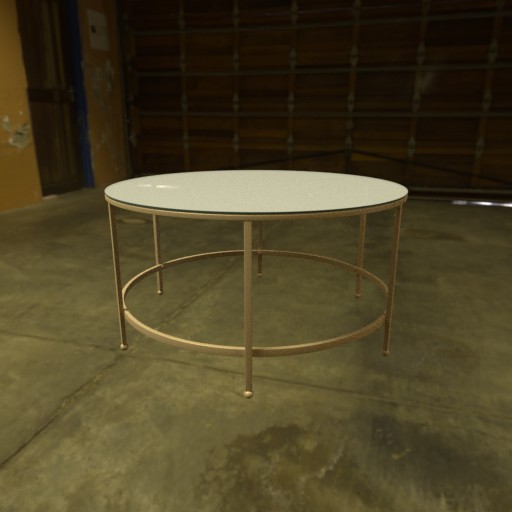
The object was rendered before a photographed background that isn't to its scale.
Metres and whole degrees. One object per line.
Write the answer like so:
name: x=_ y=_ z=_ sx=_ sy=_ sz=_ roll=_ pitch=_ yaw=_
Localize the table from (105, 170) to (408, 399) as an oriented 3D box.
table: x=0.000 y=0.000 z=1.466 sx=0.914 sy=0.470 sz=0.914 roll=0 pitch=17 yaw=0
